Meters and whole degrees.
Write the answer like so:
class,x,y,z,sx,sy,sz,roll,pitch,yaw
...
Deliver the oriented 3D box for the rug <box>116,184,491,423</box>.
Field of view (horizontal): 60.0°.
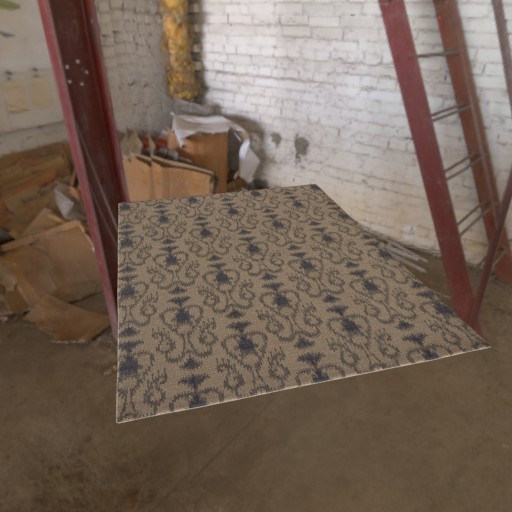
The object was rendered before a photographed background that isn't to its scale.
class,x,y,z,sx,sy,sz,roll,pitch,yaw
rug,0.000,0.000,4.047,2.437,0.015,3.205,-7,31,-13
